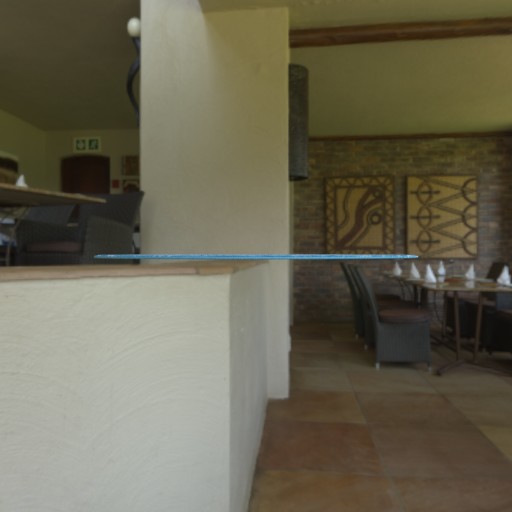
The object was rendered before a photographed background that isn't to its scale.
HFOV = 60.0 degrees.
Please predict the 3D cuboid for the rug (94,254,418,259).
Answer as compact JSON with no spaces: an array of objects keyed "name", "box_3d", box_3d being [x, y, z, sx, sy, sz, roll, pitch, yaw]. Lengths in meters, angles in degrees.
[{"name":"rug","box_3d":[0.000,0.000,2.318,1.593,0.012,1.593,0,0,0]}]
